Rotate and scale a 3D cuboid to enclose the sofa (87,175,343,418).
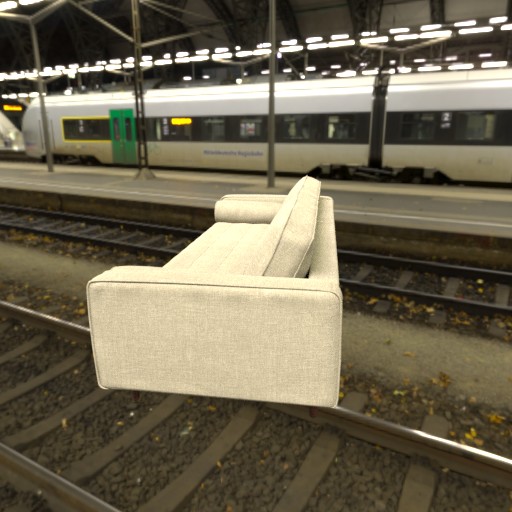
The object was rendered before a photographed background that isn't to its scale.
[{"bbox_3d":[0.000,0.000,2.574,0.914,0.762,2.211,2,16,8],"label":"sofa"}]
